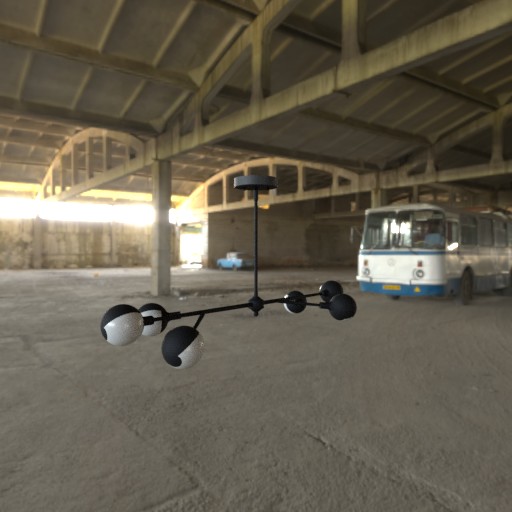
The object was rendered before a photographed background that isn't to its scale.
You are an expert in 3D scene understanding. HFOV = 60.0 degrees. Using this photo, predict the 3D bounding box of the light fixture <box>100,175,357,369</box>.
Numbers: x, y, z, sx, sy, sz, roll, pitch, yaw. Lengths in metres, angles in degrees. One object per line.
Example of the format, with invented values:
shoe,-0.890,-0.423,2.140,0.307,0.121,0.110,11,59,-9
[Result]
light fixture,0.000,0.000,1.040,0.778,0.362,0.434,-1,1,-36
